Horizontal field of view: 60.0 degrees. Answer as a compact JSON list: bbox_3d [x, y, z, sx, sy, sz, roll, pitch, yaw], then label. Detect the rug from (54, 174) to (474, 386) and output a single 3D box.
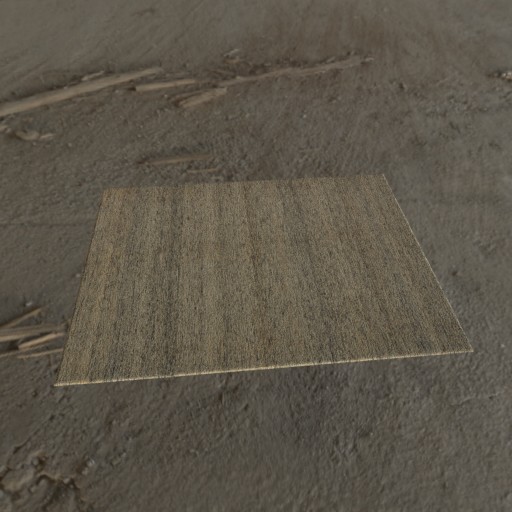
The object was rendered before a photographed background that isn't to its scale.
[{"bbox_3d":[0.000,0.000,4.206,3.199,0.036,2.414,-4,45,-4],"label":"rug"}]
